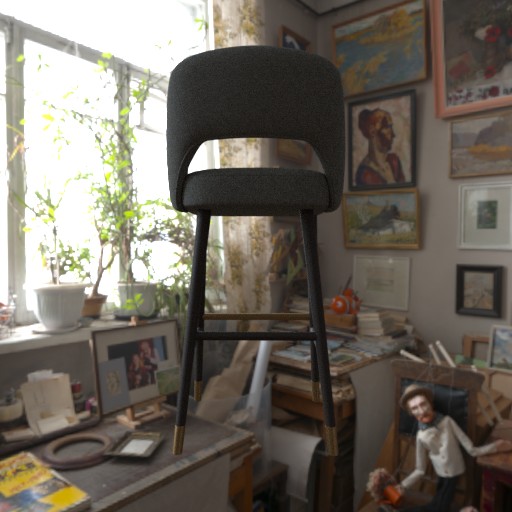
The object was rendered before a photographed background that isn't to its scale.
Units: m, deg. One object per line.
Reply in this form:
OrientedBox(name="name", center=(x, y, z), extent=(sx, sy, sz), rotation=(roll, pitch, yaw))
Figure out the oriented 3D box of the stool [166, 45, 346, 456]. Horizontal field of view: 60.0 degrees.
OrientedBox(name="stool", center=(0.000, 0.000, 1.389), extent=(0.536, 1.089, 0.524), rotation=(0, 1, 1))
